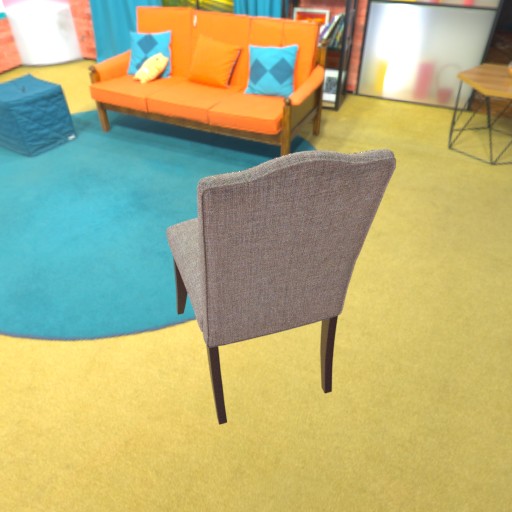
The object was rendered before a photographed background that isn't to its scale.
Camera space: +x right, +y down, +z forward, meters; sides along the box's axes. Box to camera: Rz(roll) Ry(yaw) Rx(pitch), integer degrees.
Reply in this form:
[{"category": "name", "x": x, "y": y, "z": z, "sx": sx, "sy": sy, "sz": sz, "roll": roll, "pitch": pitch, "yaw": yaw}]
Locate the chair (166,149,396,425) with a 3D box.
[{"category": "chair", "x": 0.000, "y": 0.000, "z": 1.430, "sx": 0.513, "sy": 1.016, "sz": 0.660, "roll": -12, "pitch": 41, "yaw": -14}]
